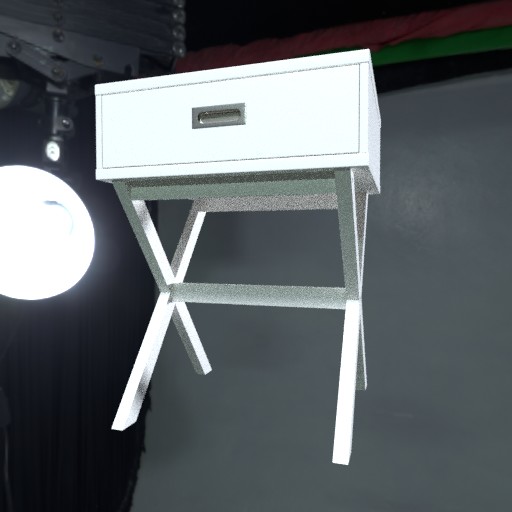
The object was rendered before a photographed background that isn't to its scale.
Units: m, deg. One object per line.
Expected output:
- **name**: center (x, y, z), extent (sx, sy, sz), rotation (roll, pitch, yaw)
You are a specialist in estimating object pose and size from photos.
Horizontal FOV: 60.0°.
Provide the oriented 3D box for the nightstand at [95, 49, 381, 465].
- **nightstand**: center (0.000, 0.000, 0.922), extent (0.479, 0.623, 0.402), rotation (1, 2, 18)
